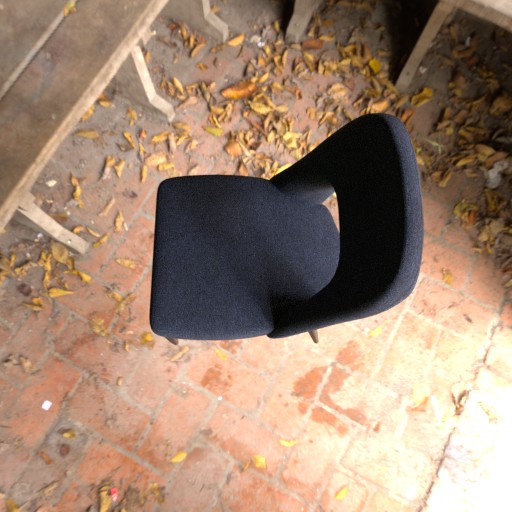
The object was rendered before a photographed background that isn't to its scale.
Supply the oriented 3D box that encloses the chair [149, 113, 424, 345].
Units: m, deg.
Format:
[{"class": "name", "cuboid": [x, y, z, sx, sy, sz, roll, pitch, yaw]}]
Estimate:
[{"class": "chair", "cuboid": [0.000, 0.000, 1.249, 0.612, 0.931, 0.470, 0, 75, 0]}]
